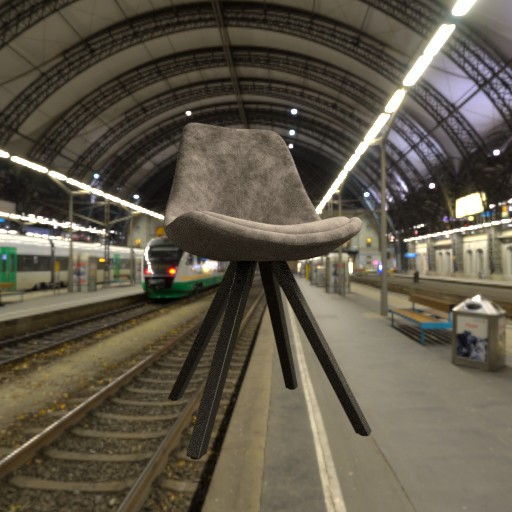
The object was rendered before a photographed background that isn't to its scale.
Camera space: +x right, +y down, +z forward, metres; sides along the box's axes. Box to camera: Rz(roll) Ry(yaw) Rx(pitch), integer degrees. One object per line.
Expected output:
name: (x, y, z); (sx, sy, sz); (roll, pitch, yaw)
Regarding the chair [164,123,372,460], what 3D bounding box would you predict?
chair: (0.000, 0.000, 1.195); (0.485, 0.850, 0.550); (0, -1, -18)
